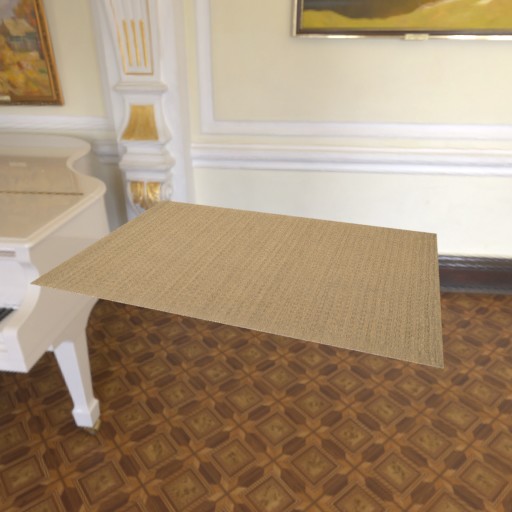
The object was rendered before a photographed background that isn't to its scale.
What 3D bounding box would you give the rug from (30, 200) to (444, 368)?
[{"bbox_3d":[0.000,0.000,3.731,2.895,0.006,1.981,9,28,17],"label":"rug"}]
